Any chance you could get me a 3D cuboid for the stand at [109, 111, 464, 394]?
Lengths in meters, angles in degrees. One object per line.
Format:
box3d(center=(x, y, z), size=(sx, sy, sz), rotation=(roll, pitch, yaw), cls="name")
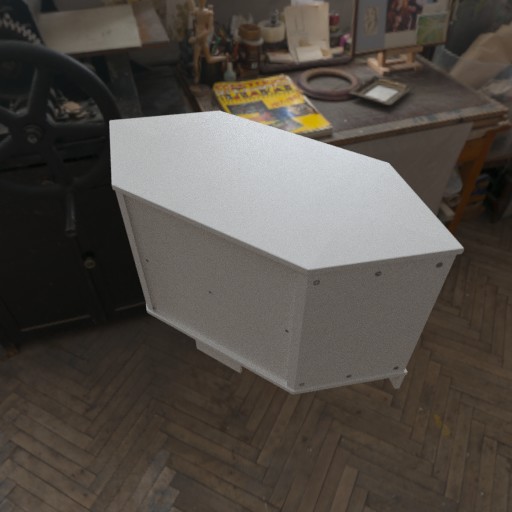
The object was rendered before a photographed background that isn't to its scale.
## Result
box3d(center=(0.000, 0.000, 1.383), size=(1.072, 0.614, 0.477), rotation=(24, 50, 22), cls="stand")
